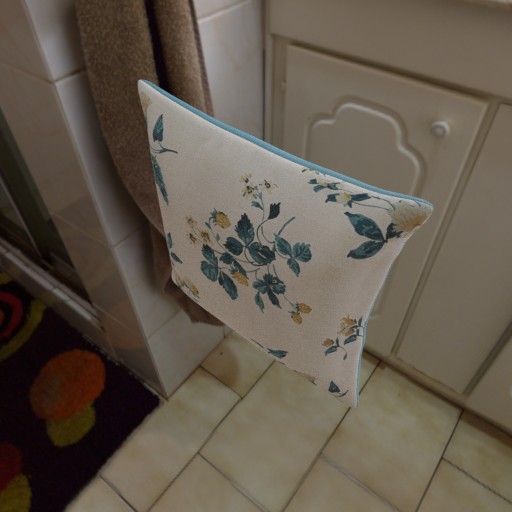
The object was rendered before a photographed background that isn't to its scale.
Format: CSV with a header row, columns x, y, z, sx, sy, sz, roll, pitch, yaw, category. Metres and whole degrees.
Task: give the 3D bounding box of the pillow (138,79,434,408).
x,y,z,sx,sy,sz,roll,pitch,yaw,category
0.000,0.000,0.807,0.526,0.507,0.166,31,54,26,pillow
